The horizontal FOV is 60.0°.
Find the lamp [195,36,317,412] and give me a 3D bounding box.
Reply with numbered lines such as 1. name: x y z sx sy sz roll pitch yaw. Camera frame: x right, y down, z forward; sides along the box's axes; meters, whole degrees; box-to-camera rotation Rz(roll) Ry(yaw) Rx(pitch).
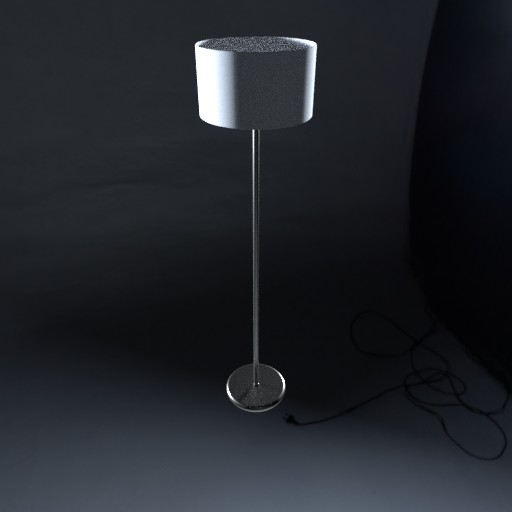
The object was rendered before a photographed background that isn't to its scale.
1. lamp: 0.000 0.000 1.657 0.347 1.443 0.347 -9 33 -14
